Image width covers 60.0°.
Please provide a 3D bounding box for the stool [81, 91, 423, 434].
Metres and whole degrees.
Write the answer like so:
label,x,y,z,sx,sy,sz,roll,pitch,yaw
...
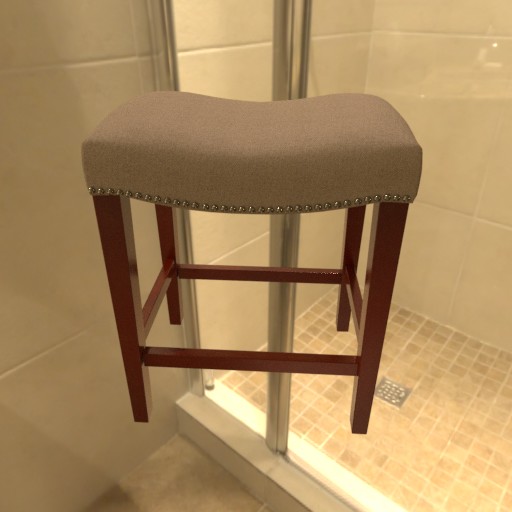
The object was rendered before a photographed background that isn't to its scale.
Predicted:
label,x,y,z,sx,sy,sz,roll,pitch,yaw
stool,0.000,0.000,0.935,0.509,0.632,0.375,2,30,3
